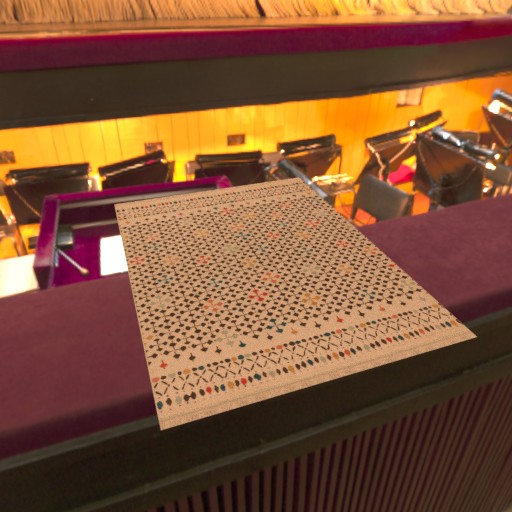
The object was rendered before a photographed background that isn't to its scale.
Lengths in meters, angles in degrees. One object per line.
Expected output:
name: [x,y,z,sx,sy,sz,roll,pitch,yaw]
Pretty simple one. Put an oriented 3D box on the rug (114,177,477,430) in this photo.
rug: [0.000,0.000,2.061,1.146,0.006,1.556,-11,35,-17]
